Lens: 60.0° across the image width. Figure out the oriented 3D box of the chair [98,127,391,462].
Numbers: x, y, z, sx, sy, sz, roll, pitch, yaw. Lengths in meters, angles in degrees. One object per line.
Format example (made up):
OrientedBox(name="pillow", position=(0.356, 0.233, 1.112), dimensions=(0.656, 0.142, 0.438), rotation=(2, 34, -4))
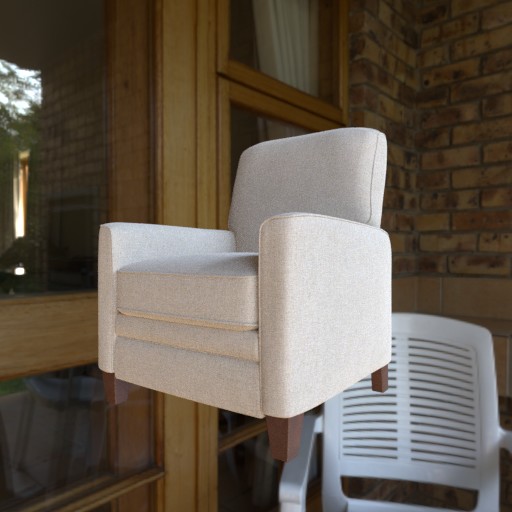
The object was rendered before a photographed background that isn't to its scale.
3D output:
OrientedBox(name="chair", position=(0.000, 0.000, 1.632), dimensions=(0.845, 1.023, 0.859), rotation=(1, 1, 36))
